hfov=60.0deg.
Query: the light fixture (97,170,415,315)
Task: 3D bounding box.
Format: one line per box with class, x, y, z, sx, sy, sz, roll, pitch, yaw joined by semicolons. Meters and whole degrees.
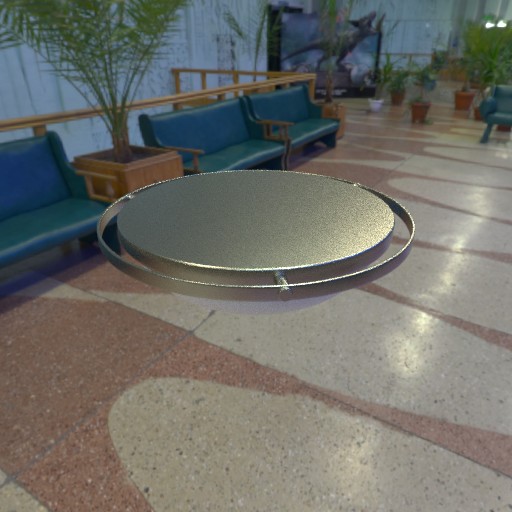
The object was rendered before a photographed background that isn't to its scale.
light fixture;0.000;0.000;0.554;0.361;0.130;0.361;0;26;0
